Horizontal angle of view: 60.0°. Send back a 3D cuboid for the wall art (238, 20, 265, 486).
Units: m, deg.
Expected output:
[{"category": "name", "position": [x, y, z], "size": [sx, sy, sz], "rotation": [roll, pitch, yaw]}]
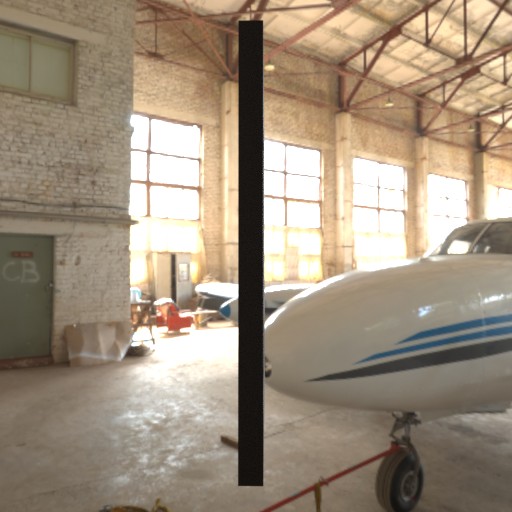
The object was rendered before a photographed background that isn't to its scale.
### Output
[{"category": "wall art", "position": [0.000, 0.000, 0.742], "size": [0.028, 0.511, 0.513], "rotation": [0, -1, 1]}]
